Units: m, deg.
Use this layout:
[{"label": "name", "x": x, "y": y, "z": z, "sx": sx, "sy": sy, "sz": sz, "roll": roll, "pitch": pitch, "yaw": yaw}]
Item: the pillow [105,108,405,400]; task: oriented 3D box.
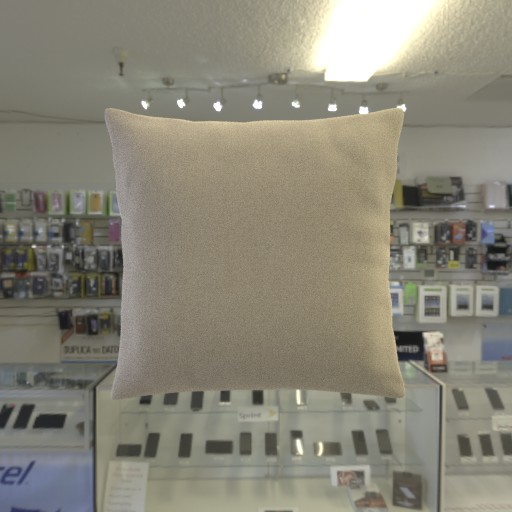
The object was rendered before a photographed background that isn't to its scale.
[{"label": "pillow", "x": 0.000, "y": 0.000, "z": 0.775, "sx": 0.523, "sy": 0.510, "sz": 0.166, "roll": 0, "pitch": 1, "yaw": 1}]
